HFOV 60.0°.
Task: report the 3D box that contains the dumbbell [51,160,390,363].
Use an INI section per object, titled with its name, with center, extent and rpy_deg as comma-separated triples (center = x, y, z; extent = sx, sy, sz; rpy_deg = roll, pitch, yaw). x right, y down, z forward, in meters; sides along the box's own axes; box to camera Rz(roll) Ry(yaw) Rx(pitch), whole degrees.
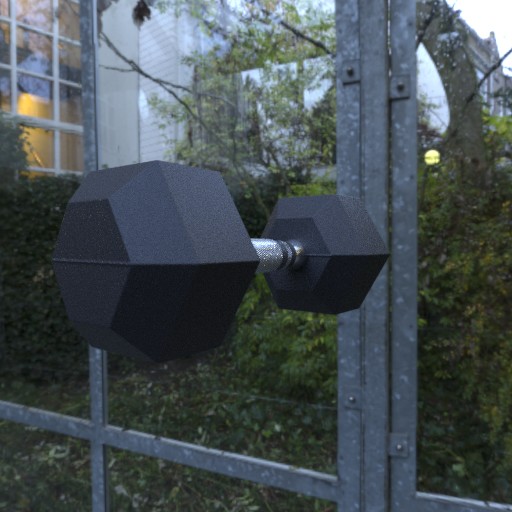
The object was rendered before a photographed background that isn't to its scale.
[dumbbell]
center = 0.000, 0.000, 0.403
extent = 0.142, 0.123, 0.337
rpy_deg = 1, 2, 37
